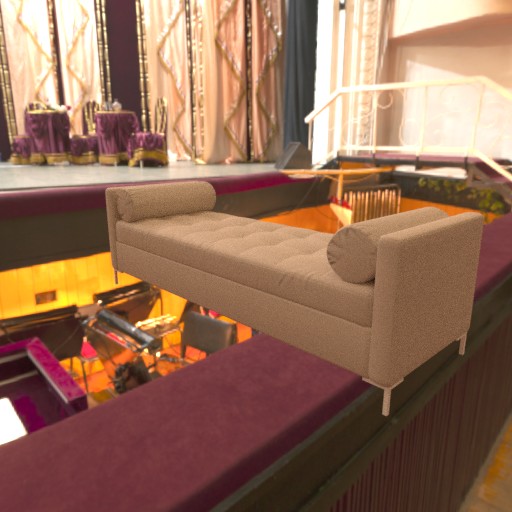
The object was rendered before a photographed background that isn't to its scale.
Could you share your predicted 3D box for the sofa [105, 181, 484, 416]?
[{"bbox_3d":[0.000,0.000,2.334,0.686,0.635,1.981,-14,20,-42],"label":"sofa"}]
